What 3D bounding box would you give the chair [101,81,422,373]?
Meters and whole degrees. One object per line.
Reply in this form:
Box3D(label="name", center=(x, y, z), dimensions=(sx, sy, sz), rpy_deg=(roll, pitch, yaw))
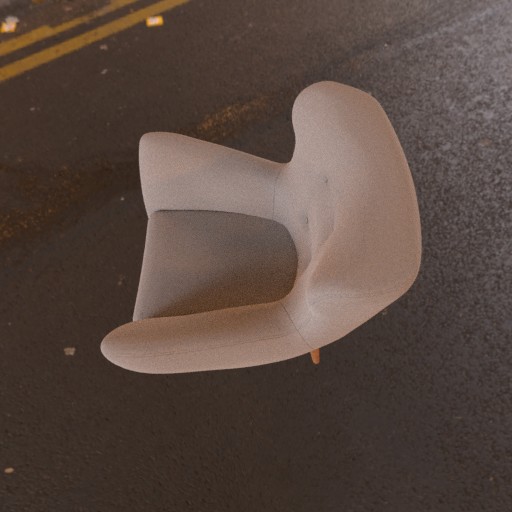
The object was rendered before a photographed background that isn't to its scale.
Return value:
Box3D(label="chair", center=(0.000, 0.000, 1.572), dimensions=(0.889, 0.889, 0.890), rpy_deg=(0, 57, 0))
